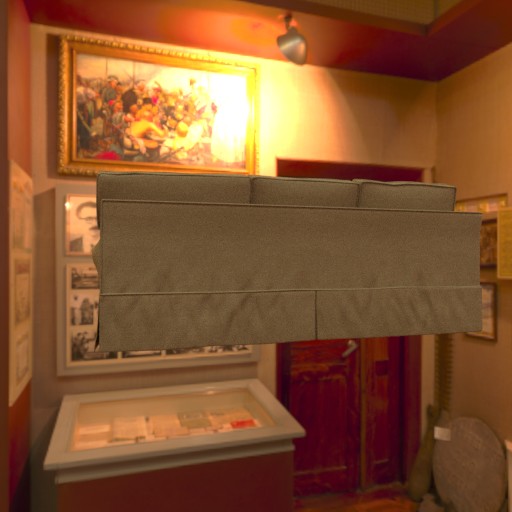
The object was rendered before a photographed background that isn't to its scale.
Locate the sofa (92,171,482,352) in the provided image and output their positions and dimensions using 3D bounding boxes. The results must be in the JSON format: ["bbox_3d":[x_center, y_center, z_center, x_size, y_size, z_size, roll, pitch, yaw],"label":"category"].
[{"bbox_3d":[0.000,0.000,4.023,2.623,1.081,2.618,0,0,-16],"label":"sofa"}]
